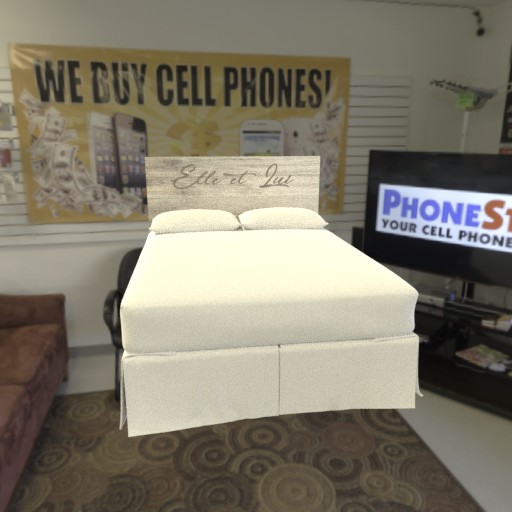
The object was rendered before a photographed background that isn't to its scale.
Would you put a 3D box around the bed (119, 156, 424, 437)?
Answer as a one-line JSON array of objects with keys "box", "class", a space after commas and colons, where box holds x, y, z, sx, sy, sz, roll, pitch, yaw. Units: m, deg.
[{"box": [0.000, 0.000, 3.224, 1.745, 1.335, 2.094, -2, 15, -8], "class": "bed"}]
